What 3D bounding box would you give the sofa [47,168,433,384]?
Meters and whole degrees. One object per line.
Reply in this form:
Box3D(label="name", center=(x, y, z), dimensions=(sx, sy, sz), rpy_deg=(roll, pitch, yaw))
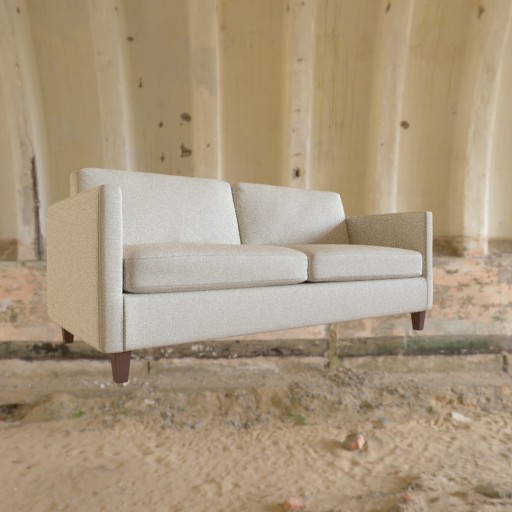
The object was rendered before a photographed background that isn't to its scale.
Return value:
Box3D(label="sofa", center=(0.000, 0.000, 2.453), dimensions=(1.981, 0.889, 0.965), rpy_deg=(-1, 1, -35))
